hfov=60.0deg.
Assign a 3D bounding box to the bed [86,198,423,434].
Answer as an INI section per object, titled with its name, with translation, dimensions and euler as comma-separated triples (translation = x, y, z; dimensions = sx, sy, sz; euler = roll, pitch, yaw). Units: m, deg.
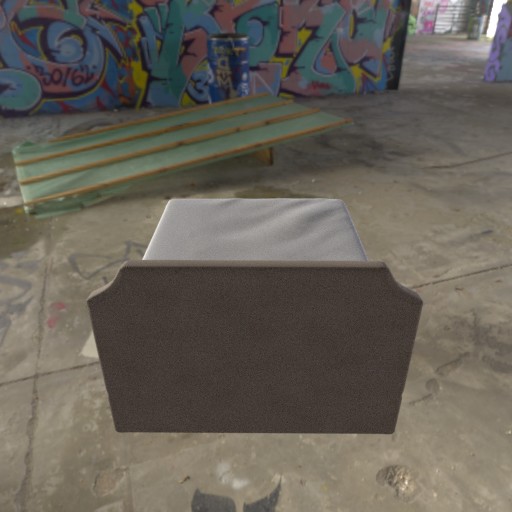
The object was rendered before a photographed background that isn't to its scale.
[bed]
translation = 0.000, 0.000, 3.641
dimensions = 1.977, 1.293, 2.498
euler = 0, 30, 0
